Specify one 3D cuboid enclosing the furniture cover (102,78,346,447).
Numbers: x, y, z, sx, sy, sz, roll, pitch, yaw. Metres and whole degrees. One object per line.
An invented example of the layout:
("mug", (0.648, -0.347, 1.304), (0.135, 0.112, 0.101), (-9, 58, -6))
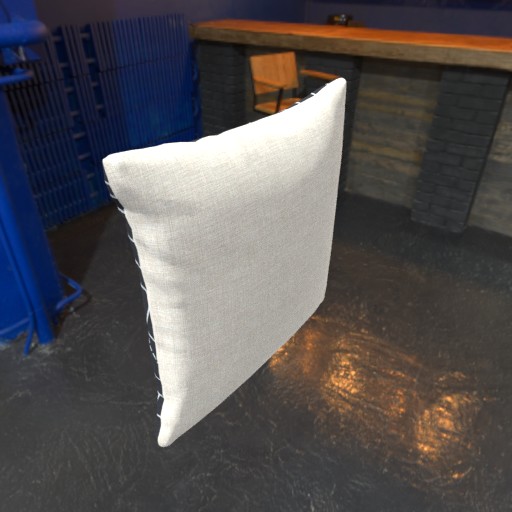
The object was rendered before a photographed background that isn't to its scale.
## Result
("furniture cover", (0.000, 0.000, 0.769), (0.158, 0.508, 0.517), (23, 39, 31))
